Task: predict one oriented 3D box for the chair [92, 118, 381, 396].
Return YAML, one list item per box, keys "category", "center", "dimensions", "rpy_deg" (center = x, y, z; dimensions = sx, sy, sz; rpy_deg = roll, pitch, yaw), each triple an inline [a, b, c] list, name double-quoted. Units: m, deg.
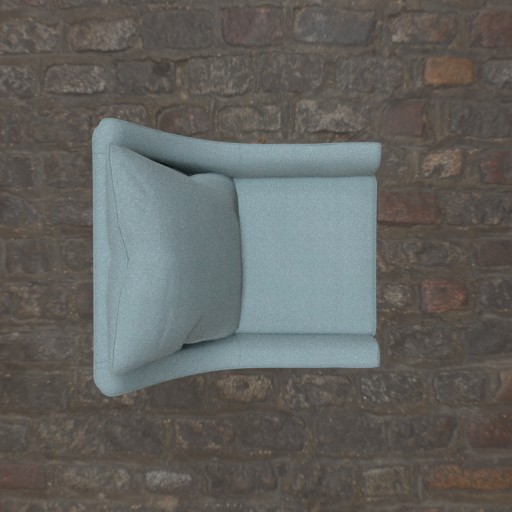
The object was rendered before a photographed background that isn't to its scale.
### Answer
- category: "chair"
  center: [0.000, 0.000, 1.539]
  dimensions: [0.870, 0.926, 0.760]
  rpy_deg: [0, 91, 0]
